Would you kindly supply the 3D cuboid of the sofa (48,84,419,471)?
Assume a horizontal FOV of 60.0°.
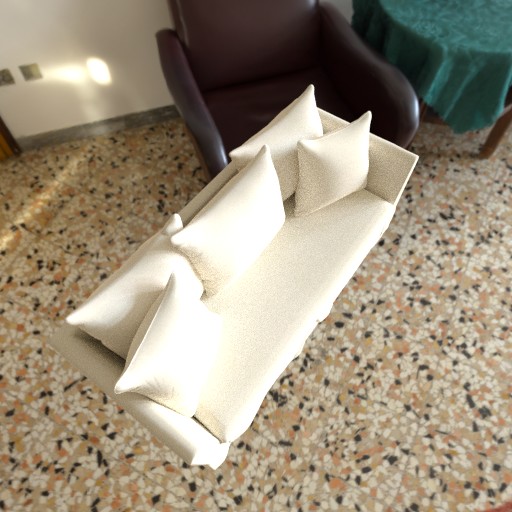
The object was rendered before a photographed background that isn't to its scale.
[{"bbox_3d":[0.000,0.000,2.756,1.031,1.034,2.290,32,64,18],"label":"sofa"}]
